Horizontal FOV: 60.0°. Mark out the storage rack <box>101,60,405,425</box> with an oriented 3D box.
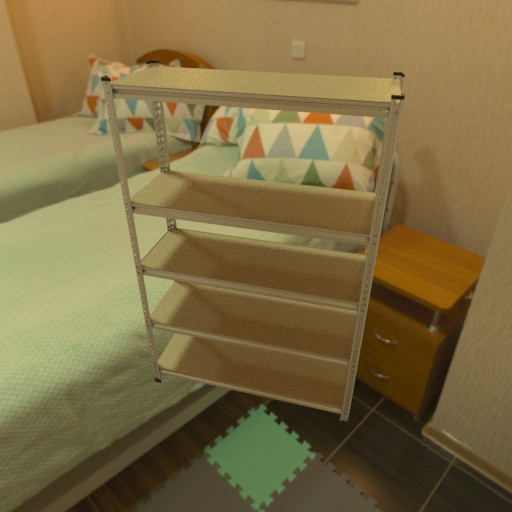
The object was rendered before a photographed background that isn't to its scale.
[{"bbox_3d":[0.000,0.000,2.377,1.219,1.829,0.457,9,34,13],"label":"storage rack"}]
